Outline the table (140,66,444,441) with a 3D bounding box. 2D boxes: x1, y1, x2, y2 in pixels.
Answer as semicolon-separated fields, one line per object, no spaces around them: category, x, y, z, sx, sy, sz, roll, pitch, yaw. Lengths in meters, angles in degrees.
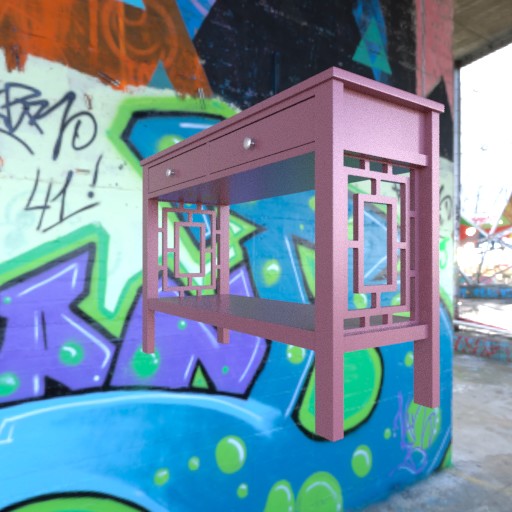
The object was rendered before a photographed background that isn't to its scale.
table;0.000;0.000;1.426;0.397;0.753;1.068;0;0;-35
